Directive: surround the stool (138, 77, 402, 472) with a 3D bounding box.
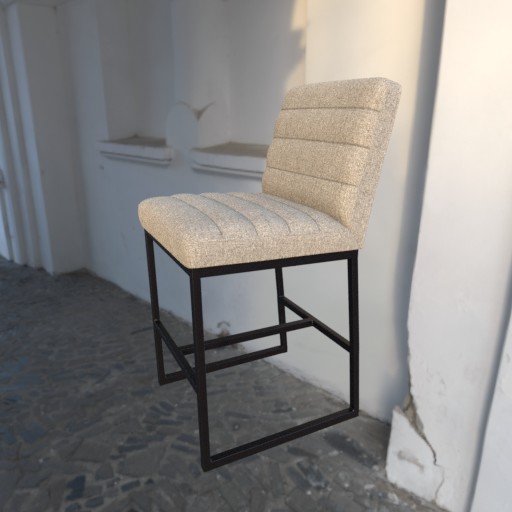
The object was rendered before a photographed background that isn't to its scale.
[{"bbox_3d":[0.000,0.000,1.259,0.560,0.940,0.460,-9,20,-25],"label":"stool"}]
